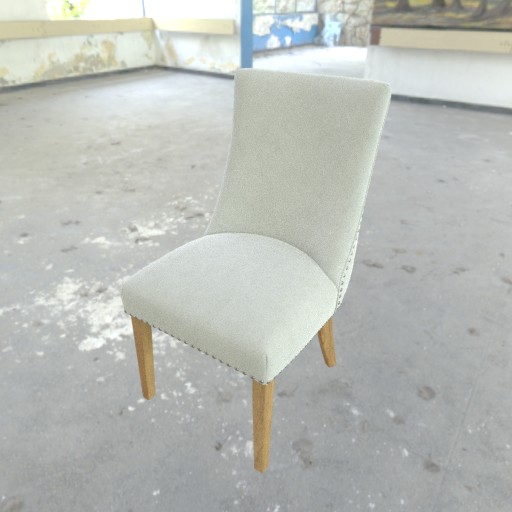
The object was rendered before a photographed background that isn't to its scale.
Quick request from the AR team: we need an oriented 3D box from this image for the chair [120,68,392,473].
[{"bbox_3d":[0.000,0.000,1.249,0.495,0.902,0.610,19,35,30],"label":"chair"}]
